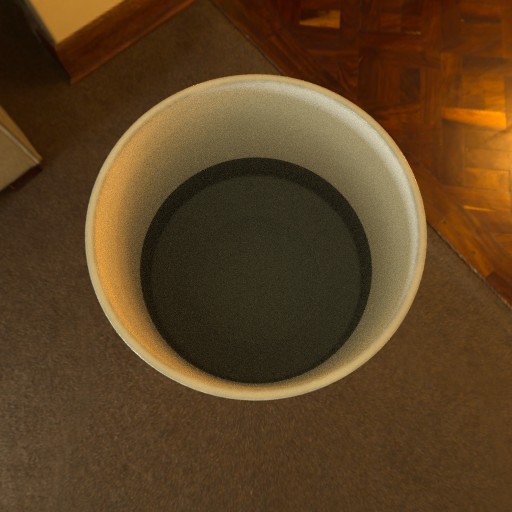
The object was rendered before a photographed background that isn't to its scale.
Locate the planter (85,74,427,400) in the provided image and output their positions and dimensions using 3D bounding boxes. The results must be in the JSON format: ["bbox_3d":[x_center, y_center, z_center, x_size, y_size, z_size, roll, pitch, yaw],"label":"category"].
[{"bbox_3d":[0.000,0.000,0.218,0.128,0.105,0.128,0,76,0],"label":"planter"}]
